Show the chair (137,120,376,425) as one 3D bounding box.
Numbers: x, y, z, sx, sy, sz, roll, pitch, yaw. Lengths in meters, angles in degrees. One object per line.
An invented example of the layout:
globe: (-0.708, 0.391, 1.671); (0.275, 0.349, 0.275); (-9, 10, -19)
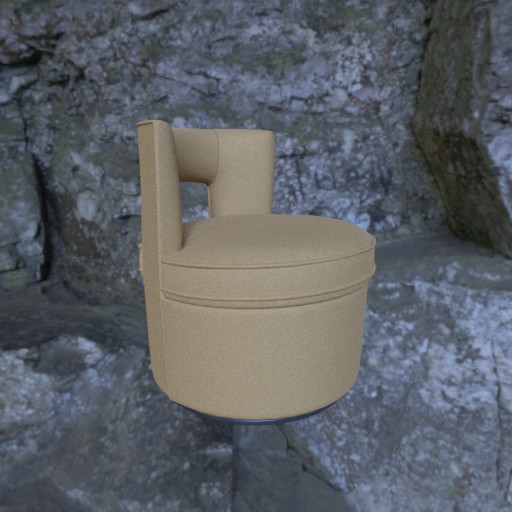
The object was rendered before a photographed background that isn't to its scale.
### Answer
chair: (0.000, 0.000, 1.263); (0.665, 0.723, 0.650); (7, 15, 26)
